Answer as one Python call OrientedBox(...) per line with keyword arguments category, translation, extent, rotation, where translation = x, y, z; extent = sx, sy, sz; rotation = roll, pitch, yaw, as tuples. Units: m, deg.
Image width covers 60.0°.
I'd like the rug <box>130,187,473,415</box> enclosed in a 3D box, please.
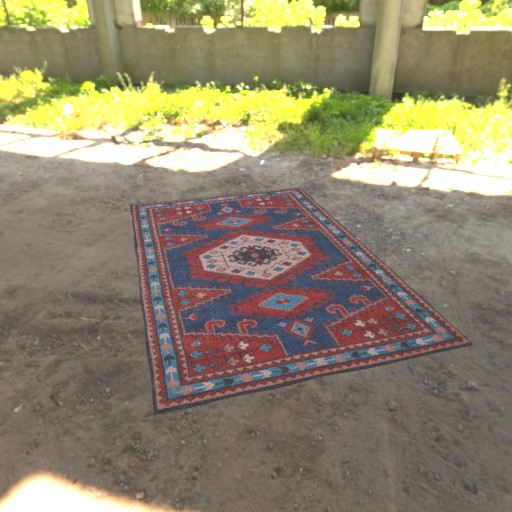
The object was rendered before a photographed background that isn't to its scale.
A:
OrientedBox(category="rug", translation=(0.000, 0.000, 2.310), extent=(1.207, 0.012, 1.820), rotation=(-8, 30, -14))
